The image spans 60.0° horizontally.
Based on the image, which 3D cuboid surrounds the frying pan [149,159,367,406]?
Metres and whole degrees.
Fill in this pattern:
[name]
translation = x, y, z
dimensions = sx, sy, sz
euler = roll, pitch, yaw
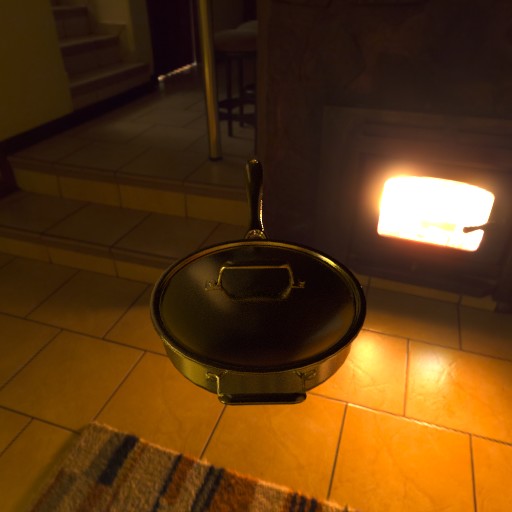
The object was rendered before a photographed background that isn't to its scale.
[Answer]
[frying pan]
translation = 0.000, 0.000, 0.670
dimensions = 0.280, 0.114, 0.561
euler = -1, 33, -1
